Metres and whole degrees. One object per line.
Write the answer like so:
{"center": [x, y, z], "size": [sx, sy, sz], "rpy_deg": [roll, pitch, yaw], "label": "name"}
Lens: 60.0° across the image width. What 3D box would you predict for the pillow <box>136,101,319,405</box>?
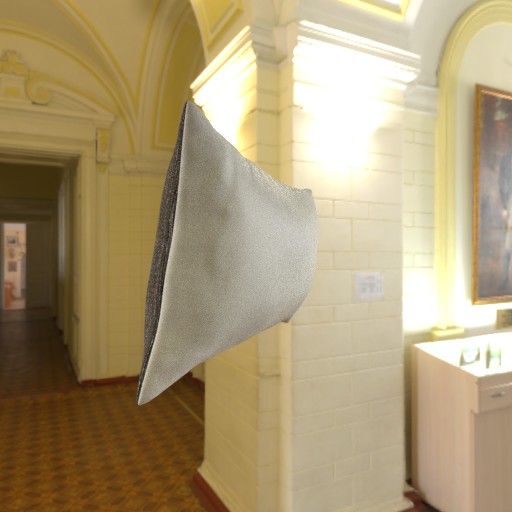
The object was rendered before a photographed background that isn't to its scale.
{"center": [0.000, 0.000, 0.729], "size": [0.156, 0.305, 0.608], "rpy_deg": [0, 0, 18], "label": "pillow"}
